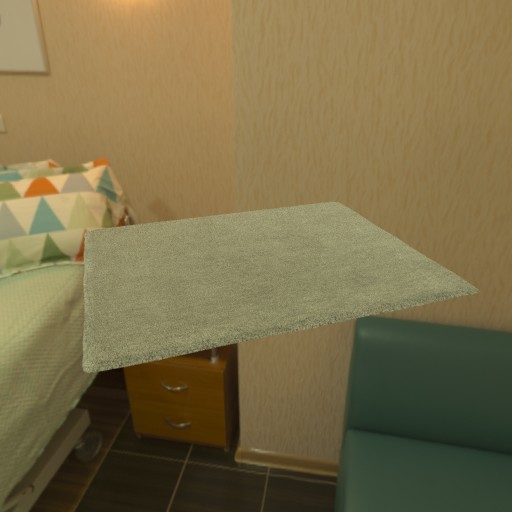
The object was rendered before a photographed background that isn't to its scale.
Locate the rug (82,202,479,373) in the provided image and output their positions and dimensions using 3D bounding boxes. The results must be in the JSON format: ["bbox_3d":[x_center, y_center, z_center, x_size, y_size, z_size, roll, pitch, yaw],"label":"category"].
[{"bbox_3d":[0.000,0.000,3.980,2.933,0.027,2.332,-8,27,-17],"label":"rug"}]
